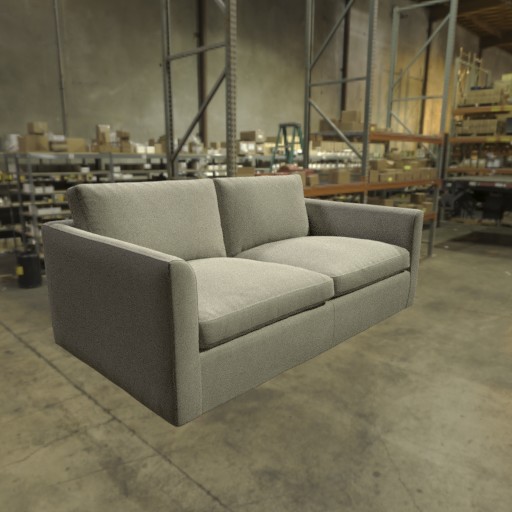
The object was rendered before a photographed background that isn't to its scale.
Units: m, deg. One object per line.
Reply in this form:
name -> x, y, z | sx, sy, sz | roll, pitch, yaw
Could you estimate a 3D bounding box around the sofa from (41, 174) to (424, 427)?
sofa -> 0.000, 0.000, 2.487 | 1.091, 0.839, 1.905 | 12, 18, 43
